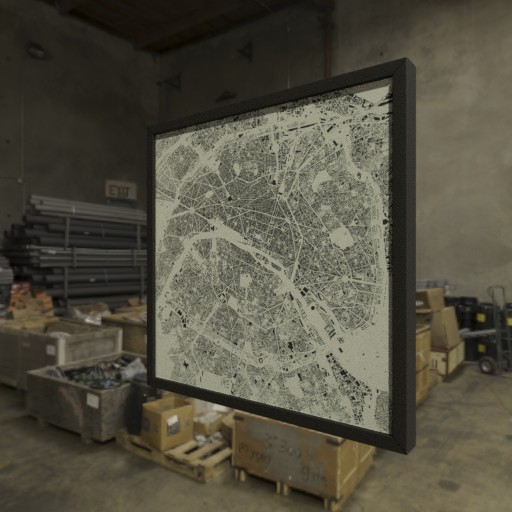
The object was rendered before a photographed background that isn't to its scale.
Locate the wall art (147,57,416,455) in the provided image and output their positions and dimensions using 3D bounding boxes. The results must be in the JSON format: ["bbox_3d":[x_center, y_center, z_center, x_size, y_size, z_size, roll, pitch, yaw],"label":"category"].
[{"bbox_3d":[0.000,0.000,0.730,0.508,0.508,0.037,0,0,37],"label":"wall art"}]
